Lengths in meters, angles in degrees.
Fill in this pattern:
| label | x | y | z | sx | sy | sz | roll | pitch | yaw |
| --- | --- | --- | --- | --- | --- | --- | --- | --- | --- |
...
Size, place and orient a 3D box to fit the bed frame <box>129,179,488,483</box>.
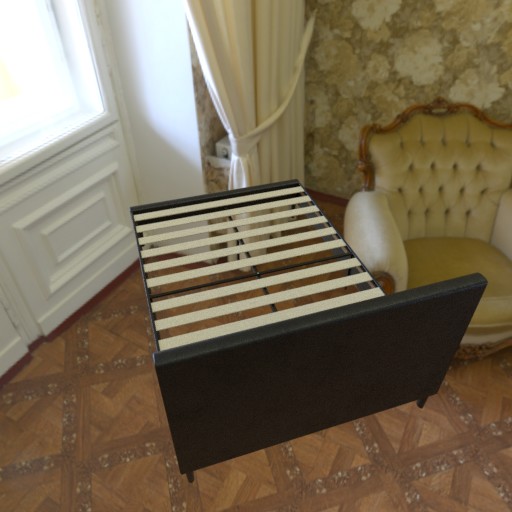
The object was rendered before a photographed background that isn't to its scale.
| label | x | y | z | sx | sy | sz | roll | pitch | yaw |
| --- | --- | --- | --- | --- | --- | --- | --- | --- | --- |
| bed frame | 0.000 | 0.000 | 2.895 | 1.469 | 1.046 | 2.152 | -12 | 41 | -14 |
